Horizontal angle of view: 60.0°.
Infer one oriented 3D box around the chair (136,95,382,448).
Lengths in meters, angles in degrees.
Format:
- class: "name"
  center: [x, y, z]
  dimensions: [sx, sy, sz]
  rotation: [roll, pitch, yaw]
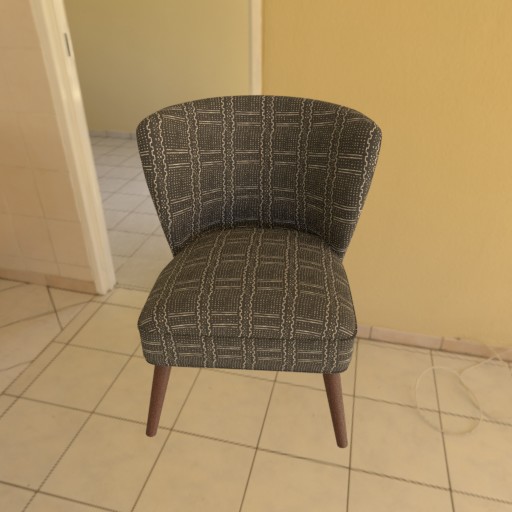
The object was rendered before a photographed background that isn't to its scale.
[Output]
- class: "chair"
  center: [0.000, 0.000, 1.432]
  dimensions: [0.710, 0.866, 0.758]
  rotation: [2, 31, 3]
